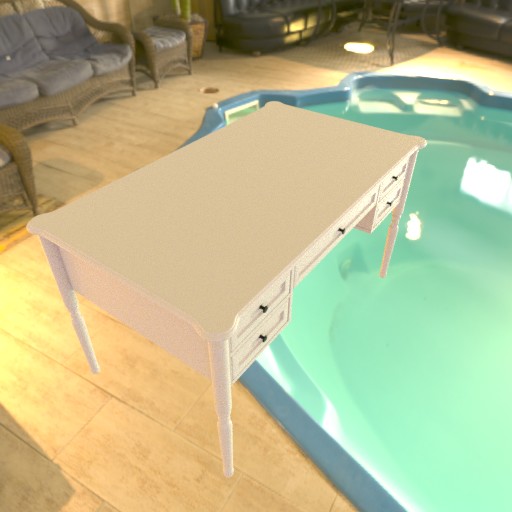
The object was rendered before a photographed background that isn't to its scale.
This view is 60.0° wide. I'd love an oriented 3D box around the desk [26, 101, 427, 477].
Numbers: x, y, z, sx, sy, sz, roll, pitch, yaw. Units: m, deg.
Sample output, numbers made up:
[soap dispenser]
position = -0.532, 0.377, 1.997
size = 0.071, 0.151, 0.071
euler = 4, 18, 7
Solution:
[desk]
position = 0.000, 0.000, 1.849
size = 0.807, 0.762, 1.380
euler = 25, 45, 28
